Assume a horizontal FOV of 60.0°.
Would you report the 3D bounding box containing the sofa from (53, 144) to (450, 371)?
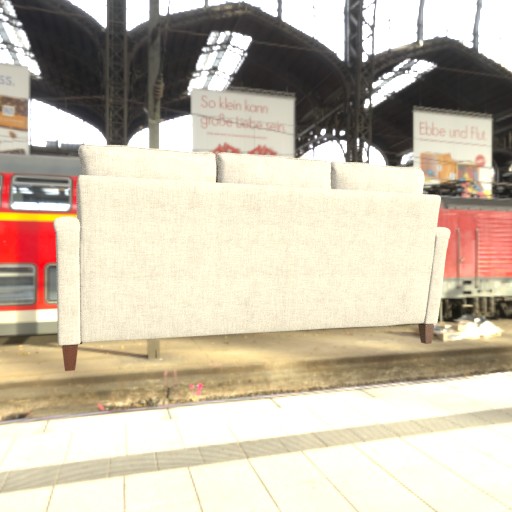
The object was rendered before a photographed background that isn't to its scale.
[{"bbox_3d":[0.000,0.000,2.385,1.925,0.959,0.828,0,0,-19],"label":"sofa"}]
